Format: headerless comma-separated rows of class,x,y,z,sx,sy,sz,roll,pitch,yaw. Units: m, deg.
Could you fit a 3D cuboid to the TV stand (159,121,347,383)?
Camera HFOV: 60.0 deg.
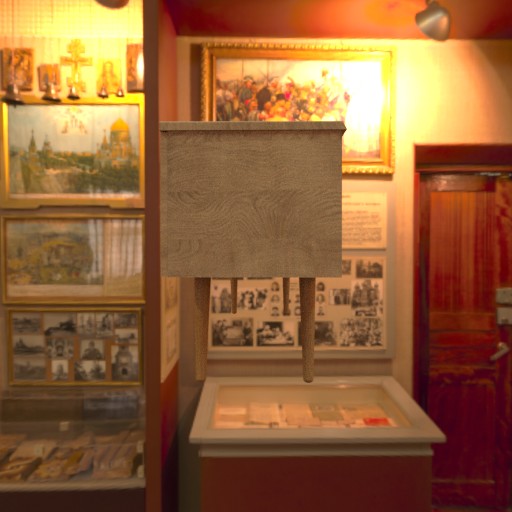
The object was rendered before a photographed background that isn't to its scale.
TV stand,0.000,0.000,1.559,0.401,0.565,1.313,0,1,1
